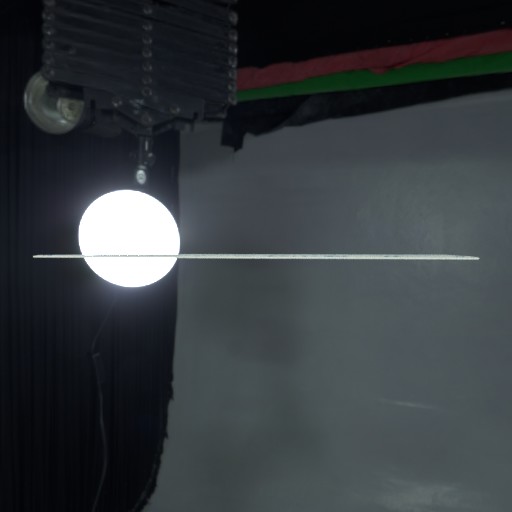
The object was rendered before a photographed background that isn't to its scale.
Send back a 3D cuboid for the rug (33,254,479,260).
[{"bbox_3d":[0.000,0.000,1.434,1.220,0.007,0.605,0,1,18],"label":"rug"}]
